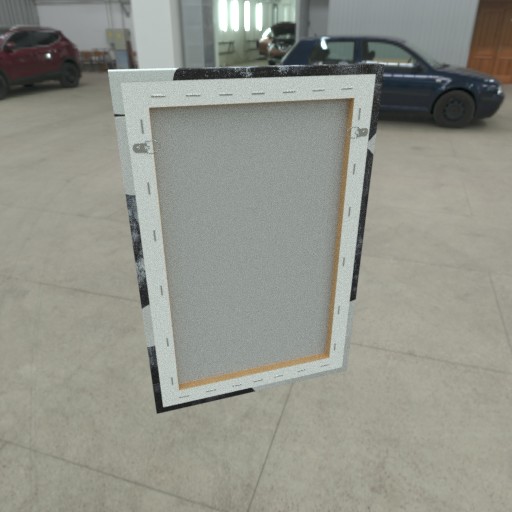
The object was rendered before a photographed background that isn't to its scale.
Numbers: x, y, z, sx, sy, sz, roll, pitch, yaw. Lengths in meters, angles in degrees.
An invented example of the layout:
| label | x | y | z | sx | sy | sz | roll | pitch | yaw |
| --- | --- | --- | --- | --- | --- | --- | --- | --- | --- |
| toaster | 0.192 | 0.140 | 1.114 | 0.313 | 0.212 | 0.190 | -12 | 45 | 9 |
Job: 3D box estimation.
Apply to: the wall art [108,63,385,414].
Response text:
| label | x | y | z | sx | sy | sz | roll | pitch | yaw |
| --- | --- | --- | --- | --- | --- | --- | --- | --- | --- |
| wall art | 0.000 | 0.000 | 1.162 | 0.610 | 0.915 | 0.041 | -8 | 28 | -15 |
